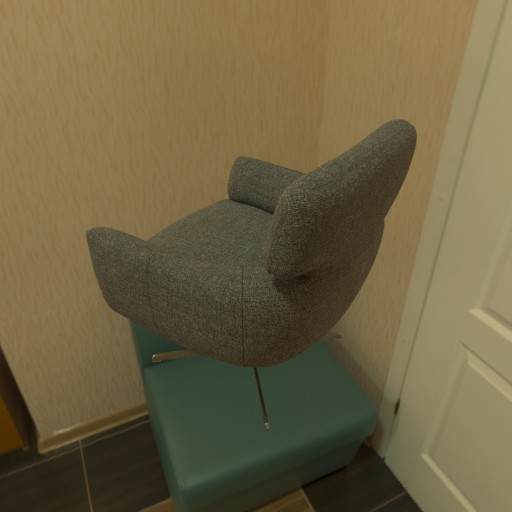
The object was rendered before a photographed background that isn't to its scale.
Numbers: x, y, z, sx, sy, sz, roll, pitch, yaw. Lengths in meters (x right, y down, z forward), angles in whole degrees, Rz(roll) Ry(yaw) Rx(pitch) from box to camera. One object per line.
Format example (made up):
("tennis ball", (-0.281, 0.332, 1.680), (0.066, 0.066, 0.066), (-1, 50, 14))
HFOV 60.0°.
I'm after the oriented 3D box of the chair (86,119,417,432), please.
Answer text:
("chair", (0.000, 0.000, 1.327), (0.715, 0.812, 0.706), (21, 39, 29))
